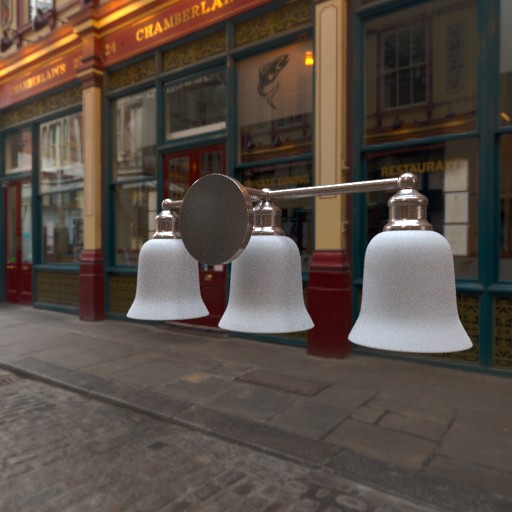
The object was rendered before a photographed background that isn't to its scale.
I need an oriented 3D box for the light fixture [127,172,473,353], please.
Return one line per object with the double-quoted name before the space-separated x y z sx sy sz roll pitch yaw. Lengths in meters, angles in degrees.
"light fixture" 0.000 0.000 0.652 0.570 0.211 0.198 0 0 36
